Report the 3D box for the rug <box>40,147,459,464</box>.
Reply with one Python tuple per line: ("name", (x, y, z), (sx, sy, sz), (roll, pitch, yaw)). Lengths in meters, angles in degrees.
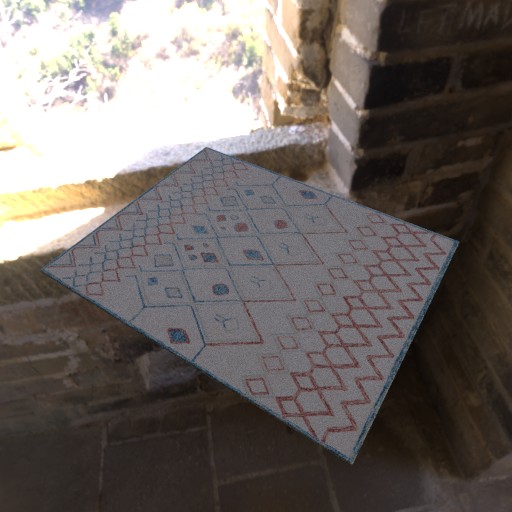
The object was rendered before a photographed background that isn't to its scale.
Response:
("rug", (0.000, 0.000, 4.108), (3.050, 0.016, 2.441), (25, 51, 22))
